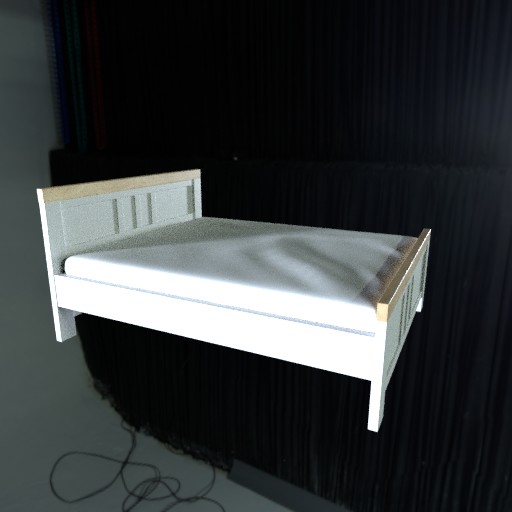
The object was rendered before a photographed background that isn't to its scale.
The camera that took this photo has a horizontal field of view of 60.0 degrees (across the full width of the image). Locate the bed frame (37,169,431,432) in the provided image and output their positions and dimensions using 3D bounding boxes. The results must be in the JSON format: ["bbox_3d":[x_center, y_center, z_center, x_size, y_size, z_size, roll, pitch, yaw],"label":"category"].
[{"bbox_3d":[0.000,0.000,3.019,2.050,0.980,1.670,8,17,25],"label":"bed frame"}]
